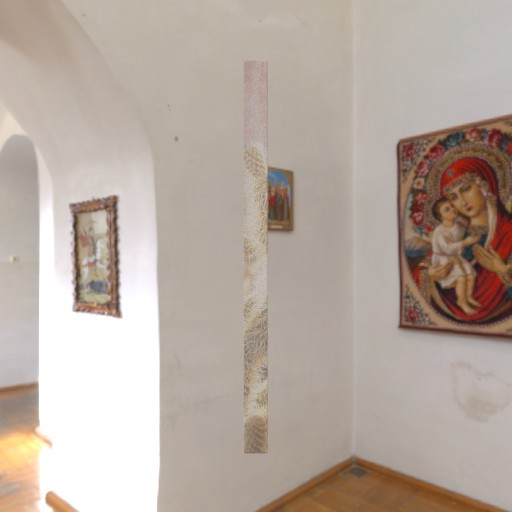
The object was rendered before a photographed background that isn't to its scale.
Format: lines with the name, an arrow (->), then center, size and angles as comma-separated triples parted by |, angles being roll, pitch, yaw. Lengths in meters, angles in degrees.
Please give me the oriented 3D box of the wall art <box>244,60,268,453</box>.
wall art -> 0.000, 0.000, 1.142 | 0.040, 0.608, 0.916 | 0, 0, 0
